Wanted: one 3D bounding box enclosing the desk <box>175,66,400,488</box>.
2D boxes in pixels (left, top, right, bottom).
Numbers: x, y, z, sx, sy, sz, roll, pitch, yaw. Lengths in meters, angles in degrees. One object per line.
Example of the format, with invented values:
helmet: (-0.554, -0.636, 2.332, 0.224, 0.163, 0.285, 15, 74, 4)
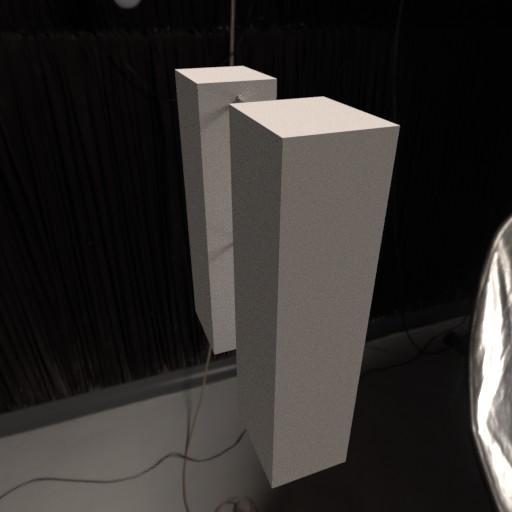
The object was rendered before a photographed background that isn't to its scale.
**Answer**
desk: (0.000, 0.000, 2.805, 0.480, 2.000, 1.770, -11, 32, -18)
